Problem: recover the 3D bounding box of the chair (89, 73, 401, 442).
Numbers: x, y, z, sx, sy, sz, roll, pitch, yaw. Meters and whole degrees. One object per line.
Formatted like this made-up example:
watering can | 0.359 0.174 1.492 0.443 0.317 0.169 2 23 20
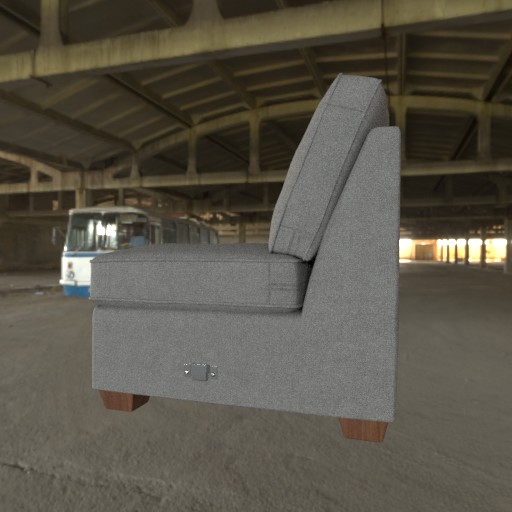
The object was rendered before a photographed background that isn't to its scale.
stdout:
chair | 0.000 0.000 1.526 0.938 0.970 0.621 0 1 17
